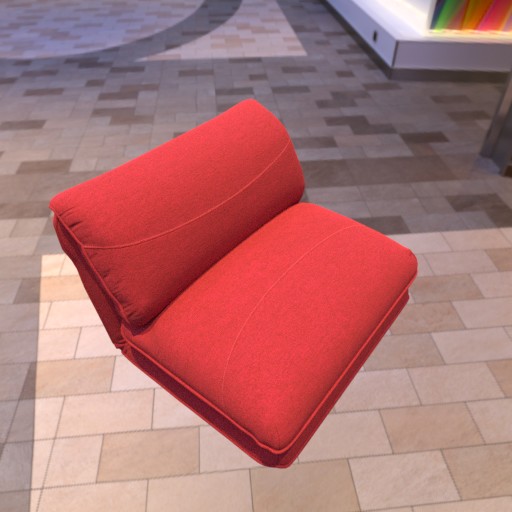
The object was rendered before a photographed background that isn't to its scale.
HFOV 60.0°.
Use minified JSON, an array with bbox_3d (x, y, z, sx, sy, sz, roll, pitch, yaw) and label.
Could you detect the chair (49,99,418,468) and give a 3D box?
[{"bbox_3d":[0.000,0.000,1.330,0.780,0.580,0.820,28,49,27],"label":"chair"}]
